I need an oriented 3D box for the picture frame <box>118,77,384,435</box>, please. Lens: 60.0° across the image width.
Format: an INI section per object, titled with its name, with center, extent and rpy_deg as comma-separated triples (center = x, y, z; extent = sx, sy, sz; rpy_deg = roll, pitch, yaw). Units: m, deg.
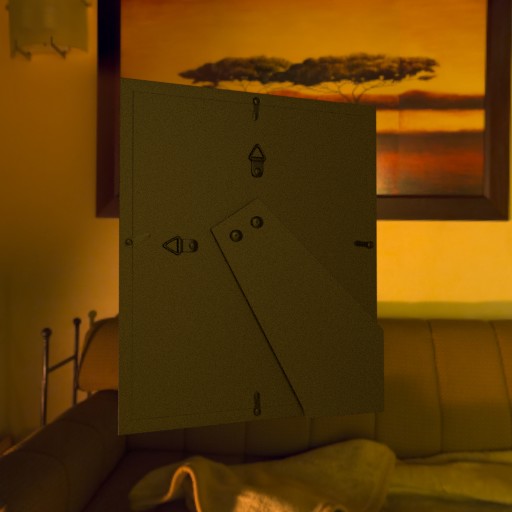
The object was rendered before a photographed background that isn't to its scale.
[picture frame]
center = 0.000, 0.000, 0.394
extent = 0.232, 0.284, 0.042
rpy_deg = 0, -1, -17
